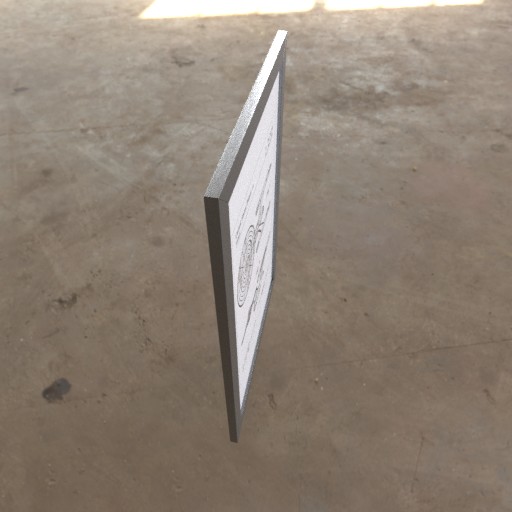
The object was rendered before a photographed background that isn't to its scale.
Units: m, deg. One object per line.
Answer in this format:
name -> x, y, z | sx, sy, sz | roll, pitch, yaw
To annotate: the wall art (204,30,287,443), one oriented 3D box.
wall art -> 0.000, 0.000, 0.686 | 0.013, 0.529, 0.376 | 8, 47, 8
